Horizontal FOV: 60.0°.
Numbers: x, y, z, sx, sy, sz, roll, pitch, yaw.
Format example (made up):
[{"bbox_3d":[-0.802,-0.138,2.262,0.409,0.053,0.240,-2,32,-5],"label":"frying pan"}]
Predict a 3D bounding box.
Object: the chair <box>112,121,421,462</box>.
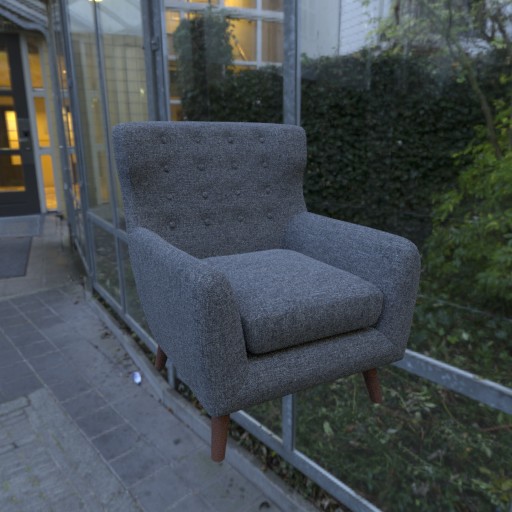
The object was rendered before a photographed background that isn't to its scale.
[{"bbox_3d":[0.000,0.000,1.752,0.889,1.039,0.940,-8,17,-27],"label":"chair"}]
